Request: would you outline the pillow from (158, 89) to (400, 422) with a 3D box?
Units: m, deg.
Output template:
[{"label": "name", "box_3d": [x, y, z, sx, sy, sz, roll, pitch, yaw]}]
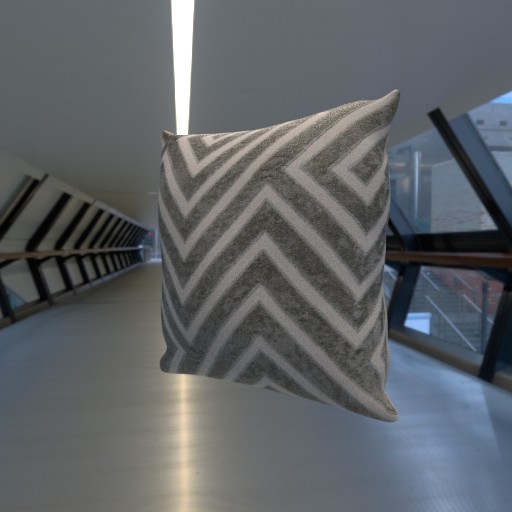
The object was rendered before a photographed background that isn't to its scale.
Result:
[{"label": "pillow", "box_3d": [0.000, 0.000, 0.686, 0.440, 0.441, 0.182, 2, 3, 35]}]
